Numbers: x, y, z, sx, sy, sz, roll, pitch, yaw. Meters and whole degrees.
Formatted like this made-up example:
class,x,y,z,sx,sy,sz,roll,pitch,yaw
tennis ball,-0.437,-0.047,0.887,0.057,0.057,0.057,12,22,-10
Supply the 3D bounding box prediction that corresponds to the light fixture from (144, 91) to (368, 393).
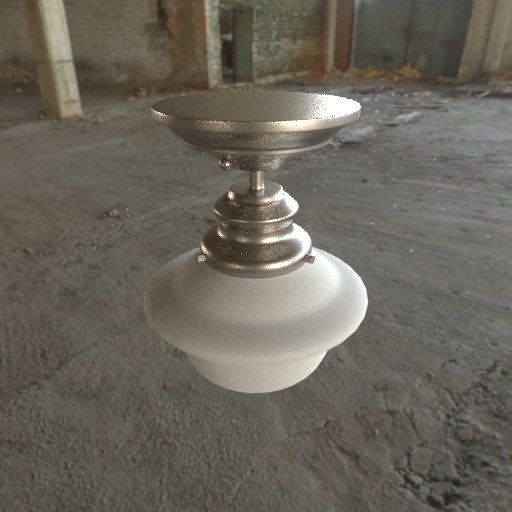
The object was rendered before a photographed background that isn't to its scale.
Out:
class,x,y,z,sx,sy,sz,roll,pitch,yaw
light fixture,0.000,0.000,0.385,0.199,0.254,0.199,0,27,0
